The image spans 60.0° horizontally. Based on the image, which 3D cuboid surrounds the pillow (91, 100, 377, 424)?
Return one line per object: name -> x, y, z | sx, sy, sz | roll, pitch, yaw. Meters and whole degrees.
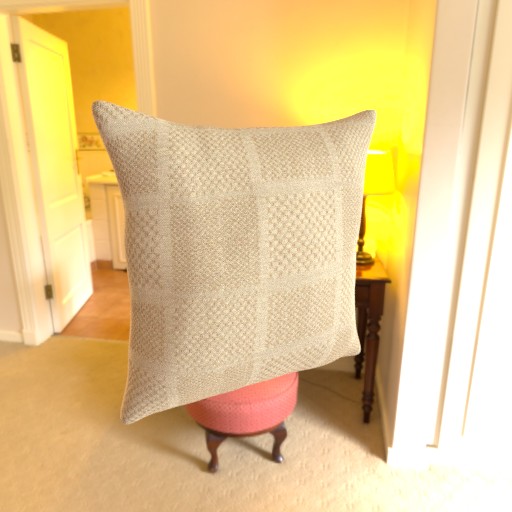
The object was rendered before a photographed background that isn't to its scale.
pillow -> 0.000, 0.000, 0.670 | 0.436, 0.432, 0.138 | -9, 18, -27
